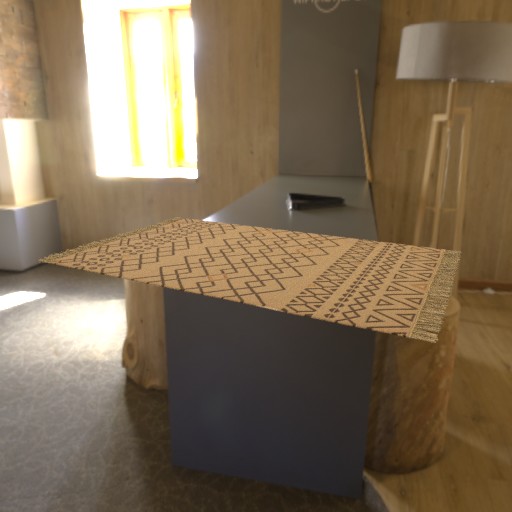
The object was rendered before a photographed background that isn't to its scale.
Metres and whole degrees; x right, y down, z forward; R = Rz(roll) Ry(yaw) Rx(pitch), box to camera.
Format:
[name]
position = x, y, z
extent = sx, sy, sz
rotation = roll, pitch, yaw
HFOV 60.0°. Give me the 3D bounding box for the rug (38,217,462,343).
[rug]
position = 0.000, 0.000, 2.449
extent = 2.023, 0.028, 1.224
rotation = 9, 19, 26
